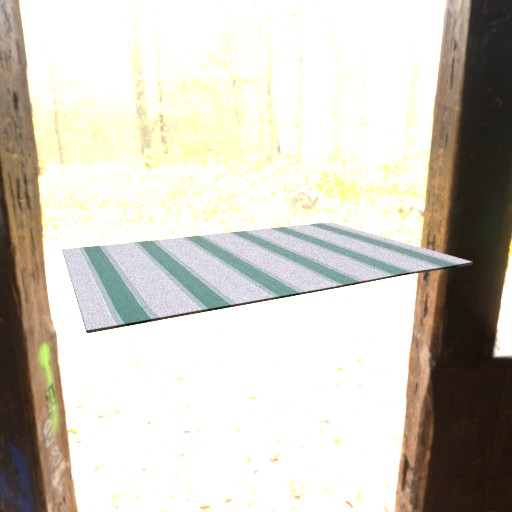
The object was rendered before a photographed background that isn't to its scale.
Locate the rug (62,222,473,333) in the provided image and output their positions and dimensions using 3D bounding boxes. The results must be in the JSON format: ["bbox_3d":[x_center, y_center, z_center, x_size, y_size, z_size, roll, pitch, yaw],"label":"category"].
[{"bbox_3d":[0.000,0.000,2.351,1.829,0.012,1.210,-7,17,-25],"label":"rug"}]
